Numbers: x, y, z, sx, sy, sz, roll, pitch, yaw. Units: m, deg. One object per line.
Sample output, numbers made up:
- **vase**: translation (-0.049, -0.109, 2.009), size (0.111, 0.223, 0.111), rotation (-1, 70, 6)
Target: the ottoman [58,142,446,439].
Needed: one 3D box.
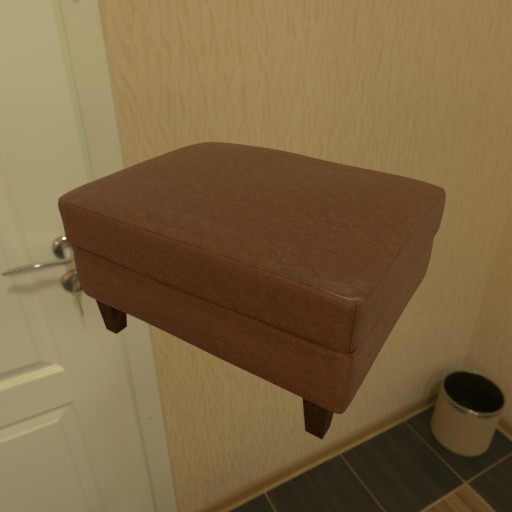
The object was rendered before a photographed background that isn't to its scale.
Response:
- **ottoman**: translation (0.000, 0.000, 1.264), size (0.851, 0.485, 0.650), rotation (18, 35, 28)
